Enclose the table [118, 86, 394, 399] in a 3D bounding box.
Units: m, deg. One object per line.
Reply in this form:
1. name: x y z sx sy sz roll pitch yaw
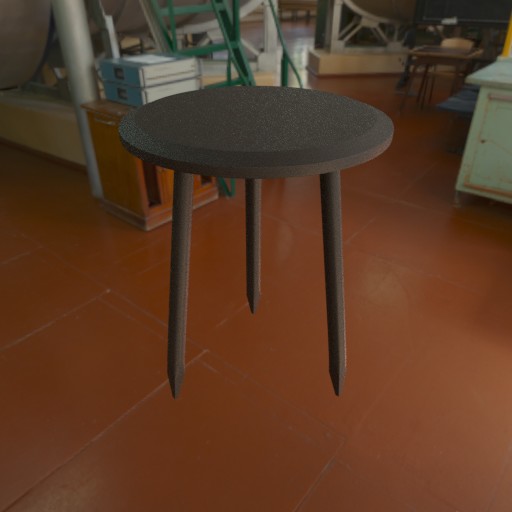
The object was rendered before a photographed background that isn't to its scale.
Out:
1. table: 0.000 0.000 0.912 0.457 0.585 0.457 0 33 0
